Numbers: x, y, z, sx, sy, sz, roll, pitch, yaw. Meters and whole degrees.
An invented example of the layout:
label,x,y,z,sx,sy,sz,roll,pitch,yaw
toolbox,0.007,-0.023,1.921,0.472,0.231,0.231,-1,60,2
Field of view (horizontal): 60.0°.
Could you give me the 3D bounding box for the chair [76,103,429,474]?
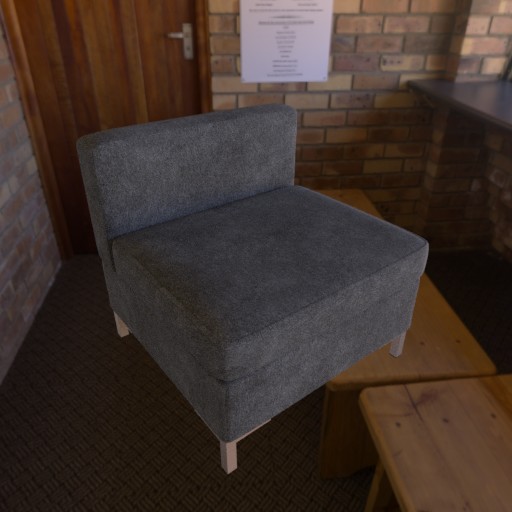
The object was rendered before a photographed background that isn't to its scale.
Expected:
label,x,y,z,sx,sy,sz,roll,pitch,yaw
chair,0.000,0.000,1.230,0.680,0.660,0.680,-21,37,-32
